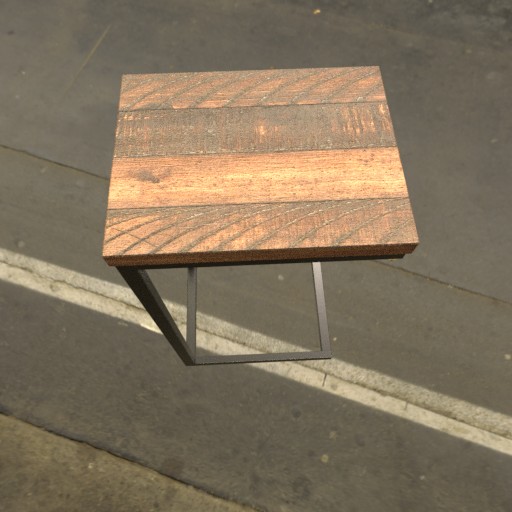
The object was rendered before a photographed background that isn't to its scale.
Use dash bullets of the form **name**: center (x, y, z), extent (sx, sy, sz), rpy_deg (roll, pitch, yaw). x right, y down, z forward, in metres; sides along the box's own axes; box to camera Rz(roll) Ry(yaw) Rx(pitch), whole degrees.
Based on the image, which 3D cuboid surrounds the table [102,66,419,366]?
- **table**: center (0.000, 0.000, 0.966), extent (0.414, 0.718, 0.323), rpy_deg (-2, 65, -1)
